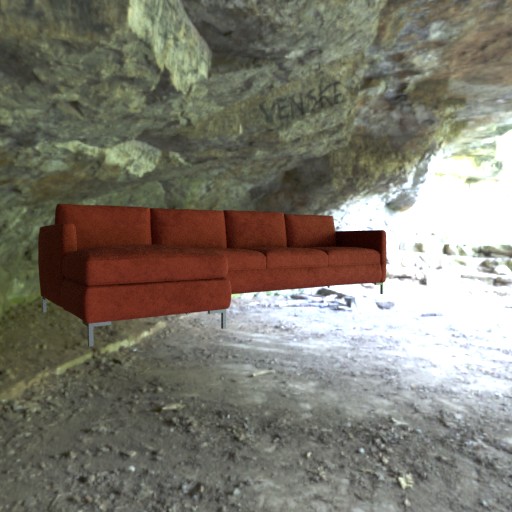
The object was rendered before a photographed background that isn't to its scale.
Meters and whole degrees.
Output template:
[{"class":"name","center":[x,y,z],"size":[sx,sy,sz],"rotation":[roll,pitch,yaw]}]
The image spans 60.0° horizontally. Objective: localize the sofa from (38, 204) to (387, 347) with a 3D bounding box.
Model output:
[{"class":"sofa","center":[0.000,0.000,2.912],"size":[2.467,0.663,1.136],"rotation":[-1,2,-35]}]
